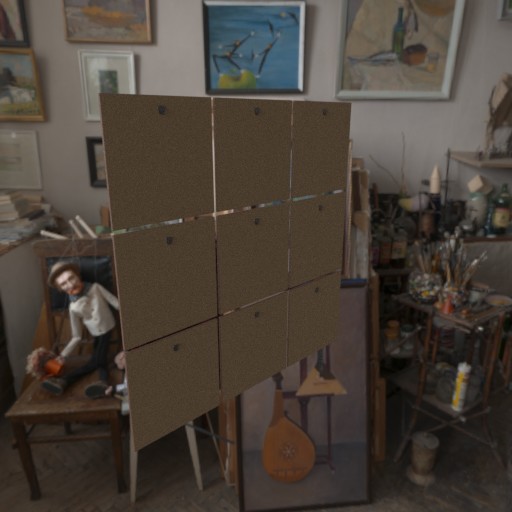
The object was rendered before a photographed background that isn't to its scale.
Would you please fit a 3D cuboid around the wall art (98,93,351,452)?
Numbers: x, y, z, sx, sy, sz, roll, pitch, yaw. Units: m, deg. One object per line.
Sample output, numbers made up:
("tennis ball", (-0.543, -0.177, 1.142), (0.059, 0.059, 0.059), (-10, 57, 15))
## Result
("wall art", (0.000, 0.000, 2.293), (1.533, 1.532, 0.019), (-16, 23, -41))
